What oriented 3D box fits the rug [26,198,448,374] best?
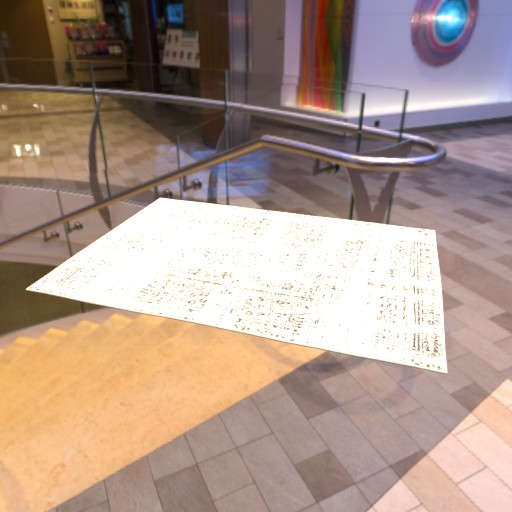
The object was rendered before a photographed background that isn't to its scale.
[{"bbox_3d":[0.000,0.000,3.105,2.438,0.026,1.706,8,29,16],"label":"rug"}]
